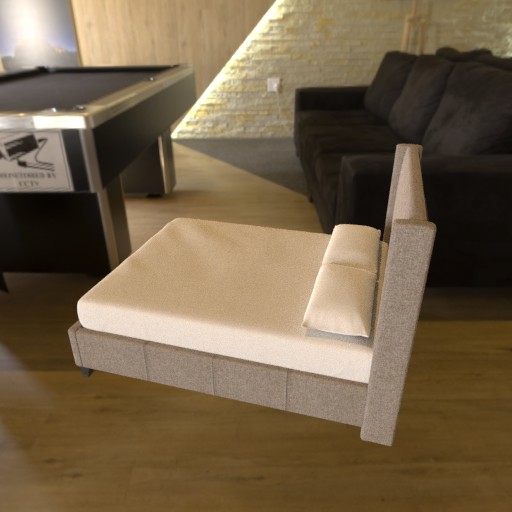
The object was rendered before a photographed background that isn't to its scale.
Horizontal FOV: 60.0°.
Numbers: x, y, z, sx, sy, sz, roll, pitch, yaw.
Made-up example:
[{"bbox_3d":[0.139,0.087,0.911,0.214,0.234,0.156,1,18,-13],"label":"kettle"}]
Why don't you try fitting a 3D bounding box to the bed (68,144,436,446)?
[{"bbox_3d":[0.000,0.000,3.385,2.245,1.476,1.714,8,28,15],"label":"bed"}]
